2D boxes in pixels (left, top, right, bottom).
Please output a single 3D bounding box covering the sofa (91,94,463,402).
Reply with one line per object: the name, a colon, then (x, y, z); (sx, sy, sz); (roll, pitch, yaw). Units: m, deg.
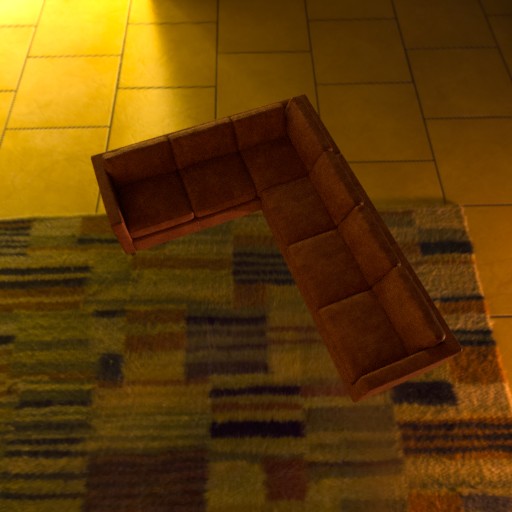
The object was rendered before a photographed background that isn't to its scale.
sofa: (0.000, 0.000, 4.347); (2.438, 0.838, 3.150); (-19, 65, -10)
